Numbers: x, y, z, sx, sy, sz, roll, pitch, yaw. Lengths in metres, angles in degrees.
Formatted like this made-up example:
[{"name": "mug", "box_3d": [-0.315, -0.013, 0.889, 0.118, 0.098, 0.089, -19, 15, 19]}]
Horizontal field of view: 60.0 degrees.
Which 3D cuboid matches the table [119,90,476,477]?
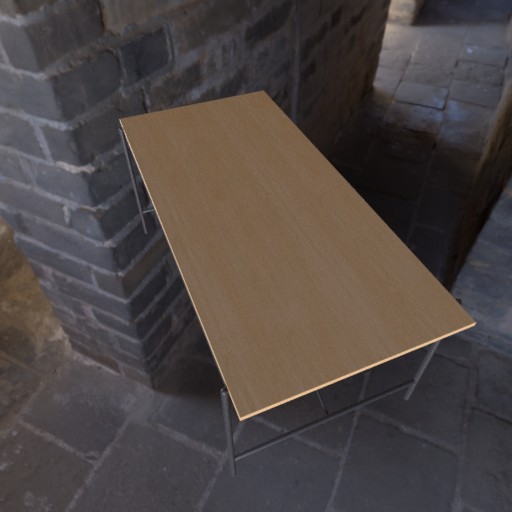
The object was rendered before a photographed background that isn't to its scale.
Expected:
[{"name": "table", "box_3d": [0.000, 0.000, 2.222, 0.900, 0.758, 1.800, -17, 49, -15]}]
